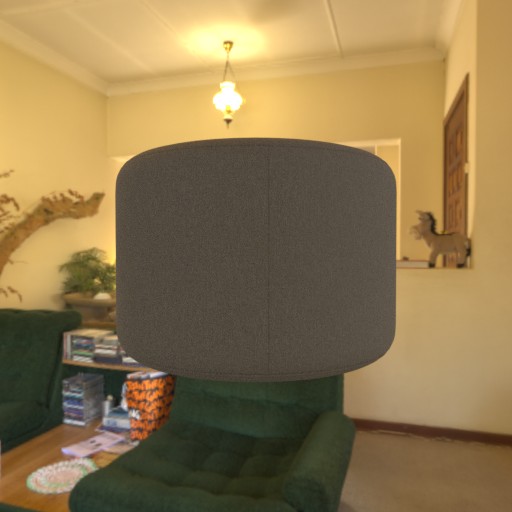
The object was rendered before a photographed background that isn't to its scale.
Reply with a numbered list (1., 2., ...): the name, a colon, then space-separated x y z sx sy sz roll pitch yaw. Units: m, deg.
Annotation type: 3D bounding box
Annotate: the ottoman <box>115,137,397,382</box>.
1. ottoman: 0.000 0.000 1.007 0.608 0.433 0.608 0 1 0
